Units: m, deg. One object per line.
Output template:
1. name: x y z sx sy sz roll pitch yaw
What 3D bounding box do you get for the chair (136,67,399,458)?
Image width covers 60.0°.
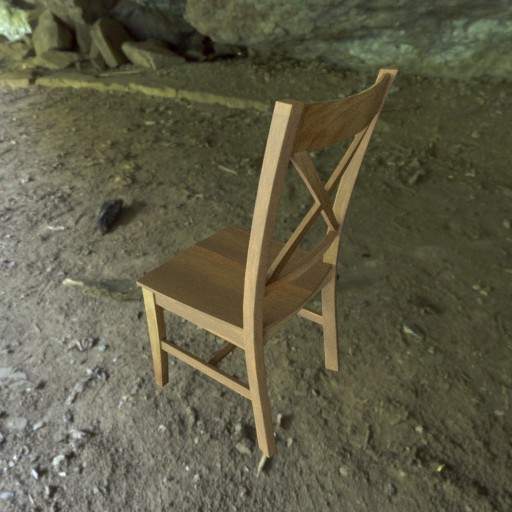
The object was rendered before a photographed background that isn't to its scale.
1. chair: 0.000 0.000 1.266 0.542 0.983 0.485 20 36 30
